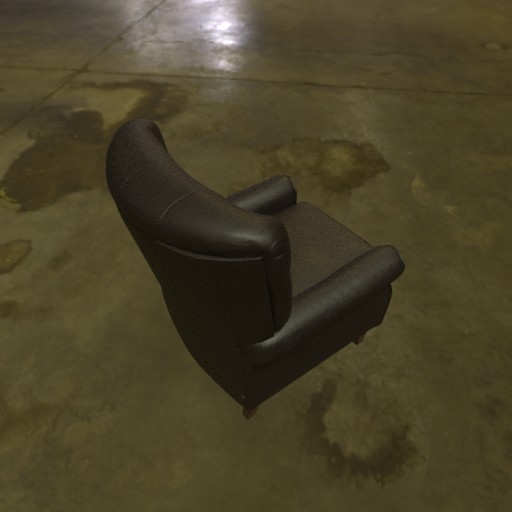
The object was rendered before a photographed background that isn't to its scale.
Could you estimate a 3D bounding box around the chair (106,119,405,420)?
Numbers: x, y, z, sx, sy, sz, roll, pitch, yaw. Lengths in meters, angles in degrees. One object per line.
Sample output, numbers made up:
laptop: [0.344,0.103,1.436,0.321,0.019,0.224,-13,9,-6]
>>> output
chair: [0.000,0.000,1.942,1.058,1.158,0.948,-26,48,-26]
